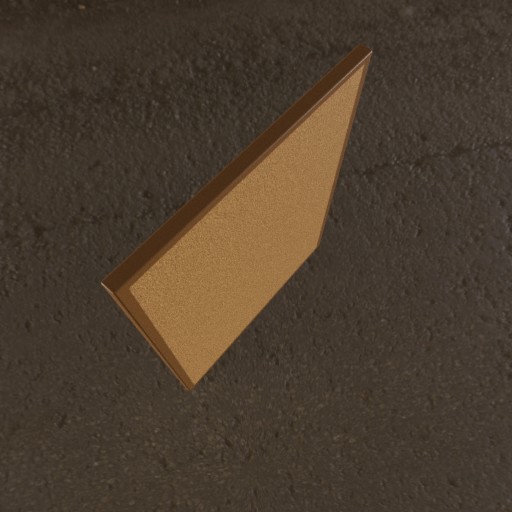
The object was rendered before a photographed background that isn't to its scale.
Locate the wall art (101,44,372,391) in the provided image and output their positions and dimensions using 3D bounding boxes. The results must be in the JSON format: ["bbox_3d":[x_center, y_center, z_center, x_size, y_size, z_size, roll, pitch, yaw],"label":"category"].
[{"bbox_3d":[0.000,0.000,0.753,0.021,0.550,0.449,37,69,17],"label":"wall art"}]
